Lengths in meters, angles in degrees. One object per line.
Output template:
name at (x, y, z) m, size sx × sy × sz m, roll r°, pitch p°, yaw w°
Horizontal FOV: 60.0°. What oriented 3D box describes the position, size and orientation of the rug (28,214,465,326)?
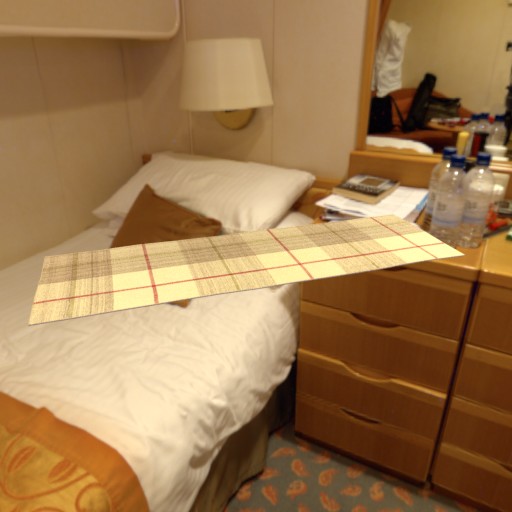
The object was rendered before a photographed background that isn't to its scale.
rug at (0.000, 0.000, 2.694) m, size 2.439 × 0.013 × 0.762 m, roll -8°, pitch 26°, yaw -16°
